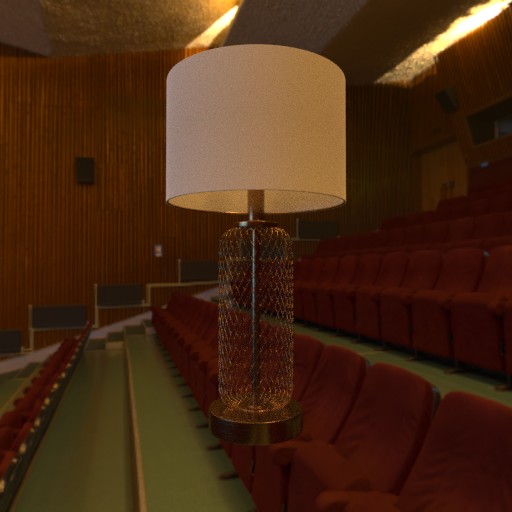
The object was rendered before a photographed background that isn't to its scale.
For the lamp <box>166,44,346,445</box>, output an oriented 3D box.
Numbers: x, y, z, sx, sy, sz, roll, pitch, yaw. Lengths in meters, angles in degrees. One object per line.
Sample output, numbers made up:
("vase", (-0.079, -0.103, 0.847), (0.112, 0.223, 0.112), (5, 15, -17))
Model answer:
("lamp", (0.000, 0.000, 0.632), (0.252, 0.483, 0.252), (0, -1, -18))
